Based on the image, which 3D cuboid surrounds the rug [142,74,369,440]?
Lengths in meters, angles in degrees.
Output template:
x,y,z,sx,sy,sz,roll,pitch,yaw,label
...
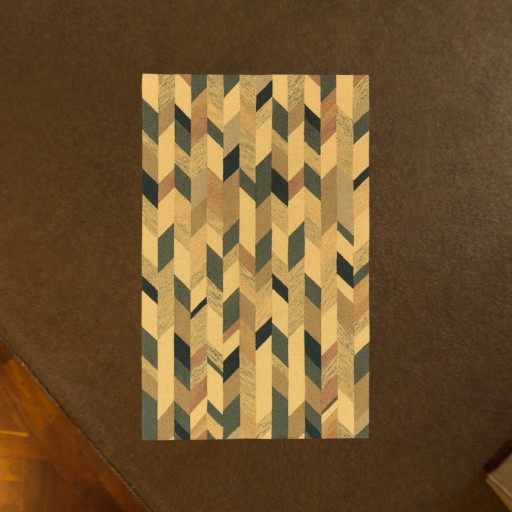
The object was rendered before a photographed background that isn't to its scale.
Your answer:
x,y,z,sx,sy,sz,roll,pitch,yaw,label
0.000,0.000,2.942,1.513,0.008,2.423,0,89,-1,rug
